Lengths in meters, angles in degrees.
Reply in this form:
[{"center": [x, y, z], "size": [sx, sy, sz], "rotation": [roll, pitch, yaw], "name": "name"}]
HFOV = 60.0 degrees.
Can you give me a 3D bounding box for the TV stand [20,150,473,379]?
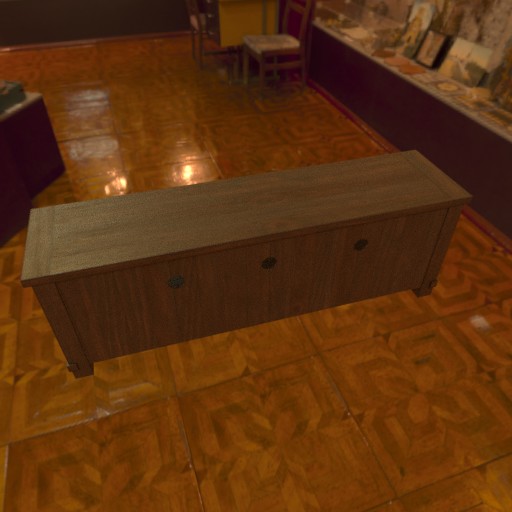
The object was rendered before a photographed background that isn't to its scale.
[{"center": [0.000, 0.000, 2.121], "size": [1.866, 0.615, 0.471], "rotation": [-11, 42, -13], "name": "TV stand"}]
